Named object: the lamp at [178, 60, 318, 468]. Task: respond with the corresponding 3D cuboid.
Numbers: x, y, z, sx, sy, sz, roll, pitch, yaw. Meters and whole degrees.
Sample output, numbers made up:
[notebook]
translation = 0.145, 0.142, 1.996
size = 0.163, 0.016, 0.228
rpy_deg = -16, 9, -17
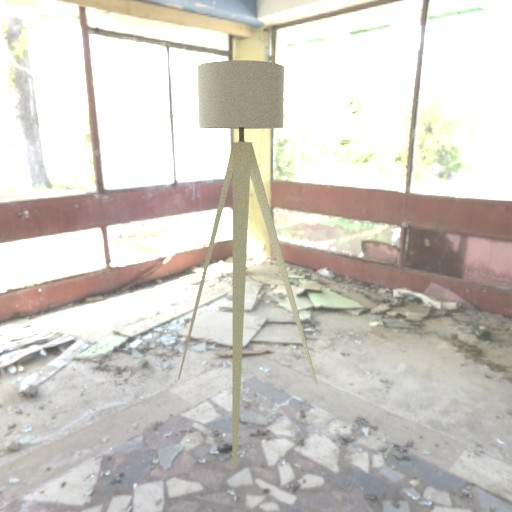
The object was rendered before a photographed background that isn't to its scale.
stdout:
[lamp]
translation = 0.000, 0.000, 1.913
size = 0.724, 1.524, 0.716
rpy_deg = -3, 15, -10
